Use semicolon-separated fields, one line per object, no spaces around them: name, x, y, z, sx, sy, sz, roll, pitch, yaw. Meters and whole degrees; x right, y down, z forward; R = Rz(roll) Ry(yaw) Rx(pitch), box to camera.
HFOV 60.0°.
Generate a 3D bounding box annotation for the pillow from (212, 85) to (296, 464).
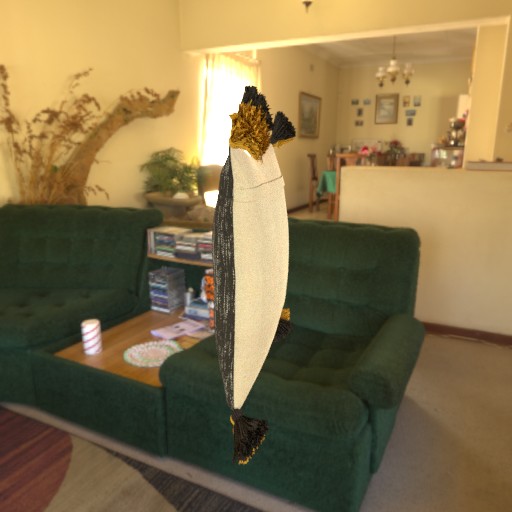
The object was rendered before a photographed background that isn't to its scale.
pillow;0.000;0.000;0.979;0.139;0.659;0.654;2;14;9
